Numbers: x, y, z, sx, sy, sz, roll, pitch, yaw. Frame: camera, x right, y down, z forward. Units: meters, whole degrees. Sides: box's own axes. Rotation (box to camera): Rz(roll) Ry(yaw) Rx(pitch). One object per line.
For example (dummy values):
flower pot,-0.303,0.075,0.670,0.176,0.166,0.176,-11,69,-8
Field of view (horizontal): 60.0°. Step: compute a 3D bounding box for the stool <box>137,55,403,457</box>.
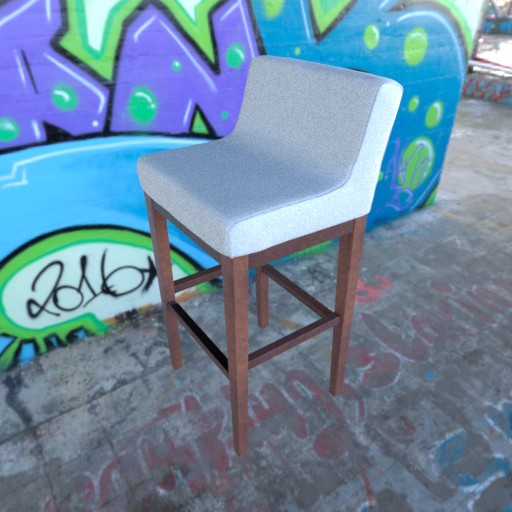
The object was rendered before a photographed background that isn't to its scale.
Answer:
stool,0.000,0.000,1.330,0.500,1.037,0.511,-20,37,-29
